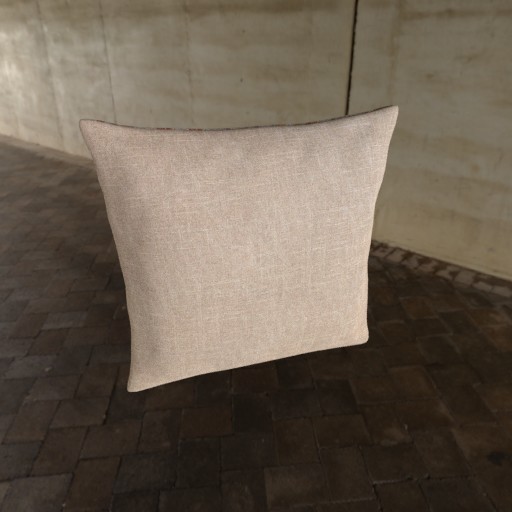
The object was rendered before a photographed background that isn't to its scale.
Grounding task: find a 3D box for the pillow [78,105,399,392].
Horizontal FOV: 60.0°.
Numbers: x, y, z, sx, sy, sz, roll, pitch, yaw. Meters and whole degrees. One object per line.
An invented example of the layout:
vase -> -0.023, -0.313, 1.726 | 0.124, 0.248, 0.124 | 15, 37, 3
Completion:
pillow -> 0.000, 0.000, 0.803 | 0.523, 0.506, 0.166 | -8, 27, -16
